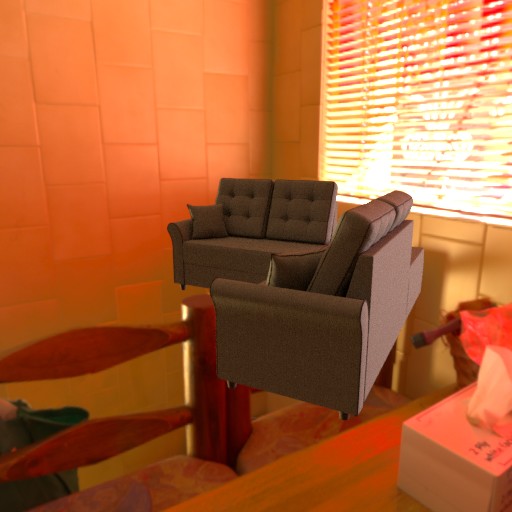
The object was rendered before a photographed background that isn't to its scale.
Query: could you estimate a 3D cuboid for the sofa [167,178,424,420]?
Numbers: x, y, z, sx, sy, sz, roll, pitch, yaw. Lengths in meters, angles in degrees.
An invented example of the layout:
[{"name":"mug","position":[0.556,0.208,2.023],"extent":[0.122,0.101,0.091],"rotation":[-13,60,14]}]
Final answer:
[{"name":"sofa","position":[0.000,0.000,3.222],"extent":[2.068,0.988,2.070],"rotation":[7,15,27]}]
